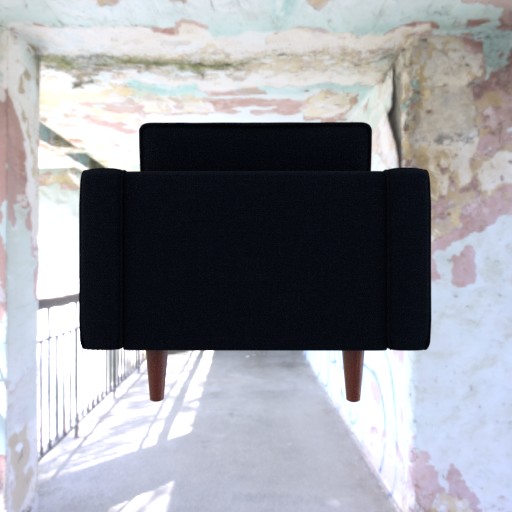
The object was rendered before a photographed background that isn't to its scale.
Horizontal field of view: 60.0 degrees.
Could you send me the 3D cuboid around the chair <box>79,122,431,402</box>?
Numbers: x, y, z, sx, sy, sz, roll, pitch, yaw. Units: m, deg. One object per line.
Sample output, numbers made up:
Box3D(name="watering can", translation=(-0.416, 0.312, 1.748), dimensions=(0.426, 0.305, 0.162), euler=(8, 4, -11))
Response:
Box3D(name="chair", translation=(0.000, 0.000, 1.549), dimensions=(0.899, 0.770, 0.920), euler=(0, 0, 0))
